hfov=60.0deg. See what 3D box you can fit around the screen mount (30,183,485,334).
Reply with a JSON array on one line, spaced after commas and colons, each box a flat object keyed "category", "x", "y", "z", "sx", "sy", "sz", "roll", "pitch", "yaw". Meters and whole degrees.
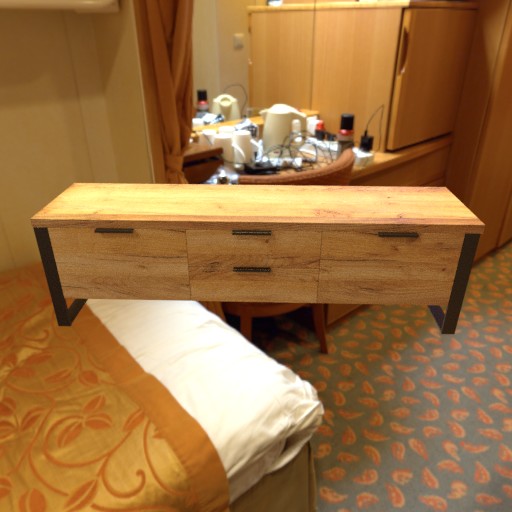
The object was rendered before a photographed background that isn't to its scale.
[{"category": "screen mount", "x": 0.000, "y": 0.000, "z": 1.748, "sx": 1.524, "sy": 0.450, "sz": 0.395, "roll": 1, "pitch": 28, "yaw": 2}]
